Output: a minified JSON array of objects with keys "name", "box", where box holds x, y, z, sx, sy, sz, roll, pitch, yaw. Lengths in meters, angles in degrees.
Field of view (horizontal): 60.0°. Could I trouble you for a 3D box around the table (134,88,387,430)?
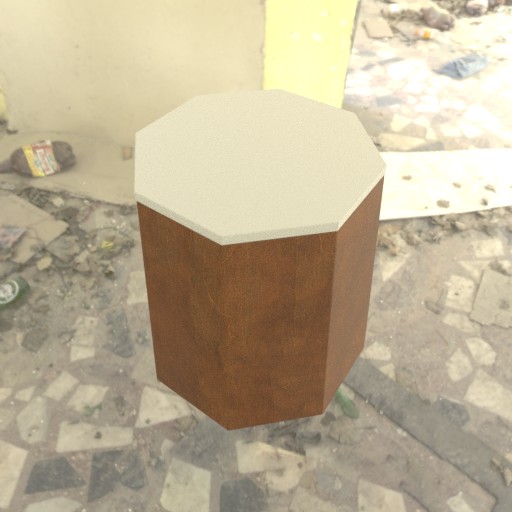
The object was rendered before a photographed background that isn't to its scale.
[{"name":"table","box":[0.000,0.000,0.806,0.439,0.457,0.439,26,52,22]}]
